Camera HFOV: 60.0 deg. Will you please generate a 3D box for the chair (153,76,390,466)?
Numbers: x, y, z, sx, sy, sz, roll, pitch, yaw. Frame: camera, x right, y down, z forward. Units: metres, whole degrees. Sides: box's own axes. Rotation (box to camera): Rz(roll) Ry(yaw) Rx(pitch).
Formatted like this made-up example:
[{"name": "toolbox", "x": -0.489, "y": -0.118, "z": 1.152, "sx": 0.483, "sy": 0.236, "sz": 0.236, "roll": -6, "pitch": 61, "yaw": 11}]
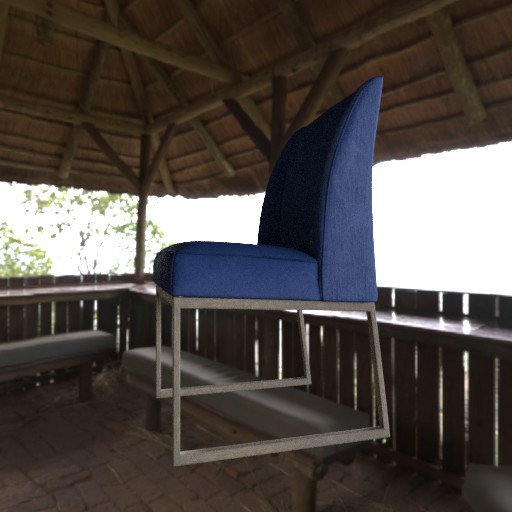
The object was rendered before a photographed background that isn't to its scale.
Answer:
[{"name": "chair", "x": 0.000, "y": 0.000, "z": 1.205, "sx": 0.522, "sy": 0.863, "sz": 0.508, "roll": 0, "pitch": 0, "yaw": -17}]
